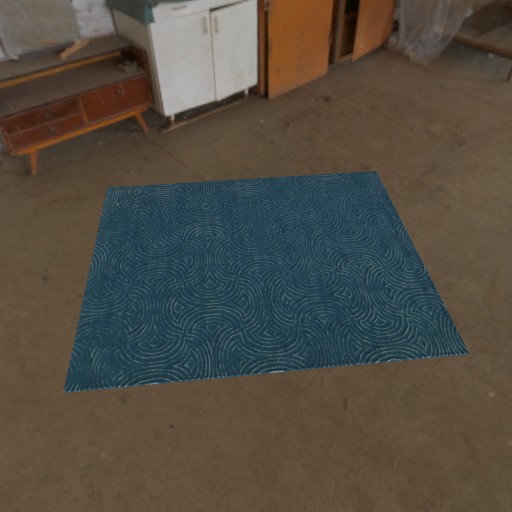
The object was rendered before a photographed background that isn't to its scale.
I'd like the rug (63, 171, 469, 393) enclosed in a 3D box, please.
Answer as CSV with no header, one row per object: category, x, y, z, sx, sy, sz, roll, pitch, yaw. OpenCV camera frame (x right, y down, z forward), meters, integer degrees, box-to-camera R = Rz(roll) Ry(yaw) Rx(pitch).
rug,0.000,0.000,4.131,3.033,0.012,2.432,-4,46,-4
